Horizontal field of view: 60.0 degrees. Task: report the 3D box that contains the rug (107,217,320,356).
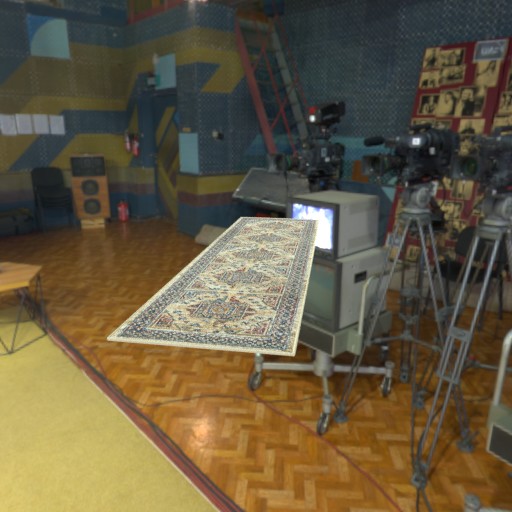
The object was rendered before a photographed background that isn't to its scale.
[{"bbox_3d":[0.000,0.000,2.588,0.661,0.013,2.297,3,16,10],"label":"rug"}]
